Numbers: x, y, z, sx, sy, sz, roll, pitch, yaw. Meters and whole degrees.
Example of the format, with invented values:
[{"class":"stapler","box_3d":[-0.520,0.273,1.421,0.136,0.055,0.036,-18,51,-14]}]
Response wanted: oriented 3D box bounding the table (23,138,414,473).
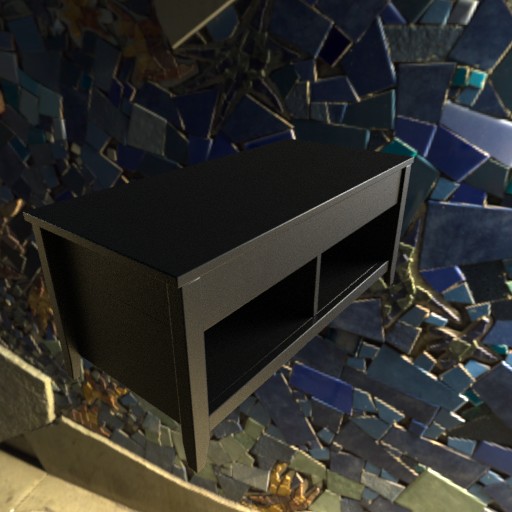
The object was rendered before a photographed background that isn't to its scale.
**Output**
[{"class":"table","box_3d":[0.000,0.000,1.280,0.483,0.457,1.016,19,32,34]}]
